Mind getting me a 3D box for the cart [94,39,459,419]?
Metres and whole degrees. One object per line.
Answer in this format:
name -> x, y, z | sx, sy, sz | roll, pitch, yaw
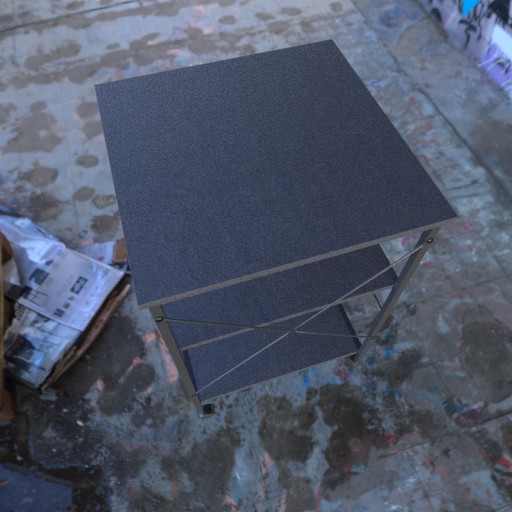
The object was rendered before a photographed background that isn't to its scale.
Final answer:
cart -> 0.000, 0.000, 1.126 | 0.521, 0.762, 0.520 | -15, 59, -9
